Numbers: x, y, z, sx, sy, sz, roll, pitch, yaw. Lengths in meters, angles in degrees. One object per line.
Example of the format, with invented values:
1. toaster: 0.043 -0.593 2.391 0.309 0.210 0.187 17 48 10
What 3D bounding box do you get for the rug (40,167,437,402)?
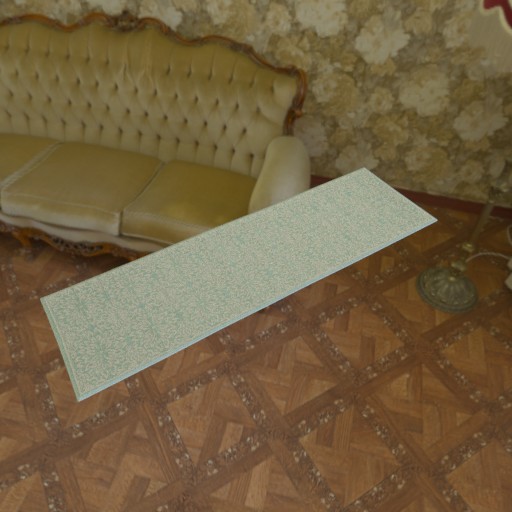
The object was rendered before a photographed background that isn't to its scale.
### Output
1. rug: 0.000 0.000 2.480 2.196 0.011 0.662 -24 50 -22
